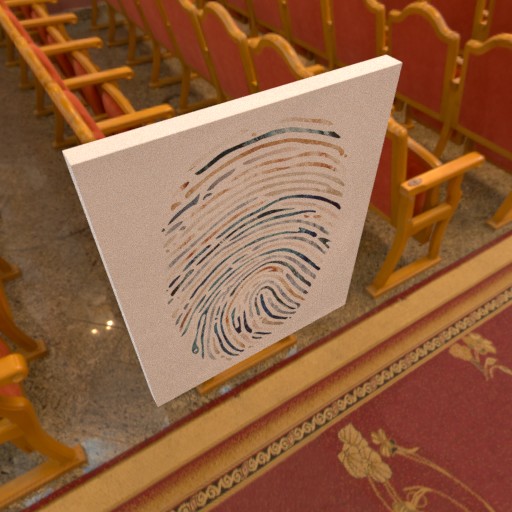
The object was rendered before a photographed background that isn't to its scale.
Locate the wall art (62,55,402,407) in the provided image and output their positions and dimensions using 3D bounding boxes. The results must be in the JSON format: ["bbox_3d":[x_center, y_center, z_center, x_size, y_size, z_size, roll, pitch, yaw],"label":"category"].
[{"bbox_3d":[0.000,0.000,0.814,0.508,0.606,0.037,-25,51,-22],"label":"wall art"}]
